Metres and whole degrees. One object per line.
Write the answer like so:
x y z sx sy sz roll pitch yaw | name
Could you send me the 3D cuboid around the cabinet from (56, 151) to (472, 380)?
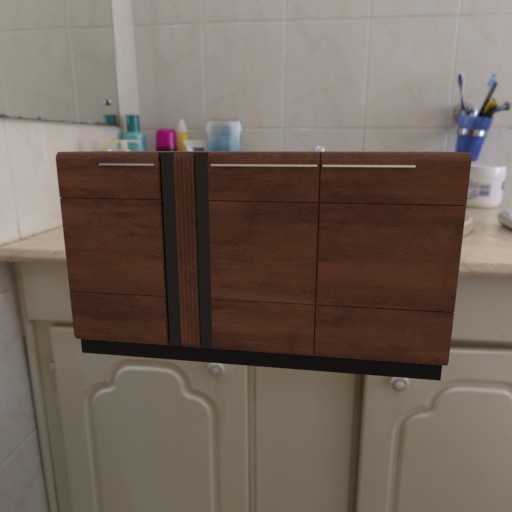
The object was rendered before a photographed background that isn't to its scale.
0.000 0.000 1.966 1.600 0.900 0.420 2 14 9 | cabinet
